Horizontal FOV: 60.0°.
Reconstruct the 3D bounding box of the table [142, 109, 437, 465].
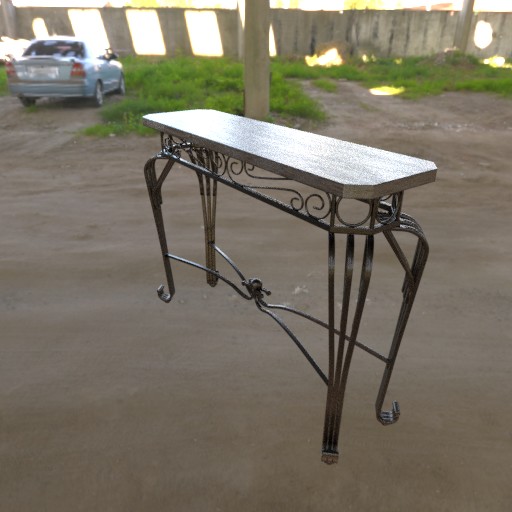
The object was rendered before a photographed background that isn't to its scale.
[{"bbox_3d":[0.000,0.000,1.486,0.329,0.800,1.112,-18,31,-32],"label":"table"}]
